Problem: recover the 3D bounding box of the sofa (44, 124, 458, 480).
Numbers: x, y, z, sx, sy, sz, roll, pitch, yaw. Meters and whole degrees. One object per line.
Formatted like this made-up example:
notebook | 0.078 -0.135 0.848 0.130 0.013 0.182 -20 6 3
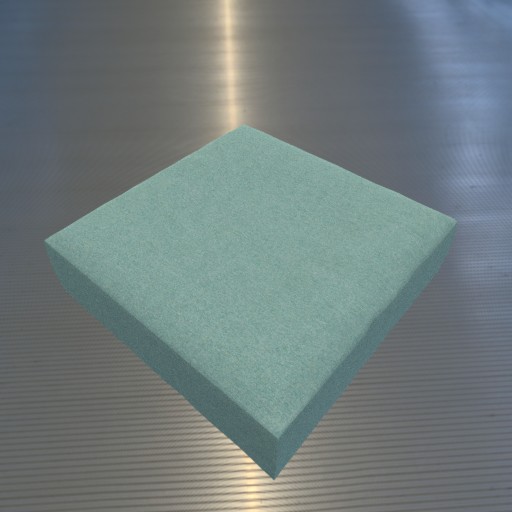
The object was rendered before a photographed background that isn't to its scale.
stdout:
sofa | 0.000 0.000 1.458 0.930 0.330 0.930 32 54 27
